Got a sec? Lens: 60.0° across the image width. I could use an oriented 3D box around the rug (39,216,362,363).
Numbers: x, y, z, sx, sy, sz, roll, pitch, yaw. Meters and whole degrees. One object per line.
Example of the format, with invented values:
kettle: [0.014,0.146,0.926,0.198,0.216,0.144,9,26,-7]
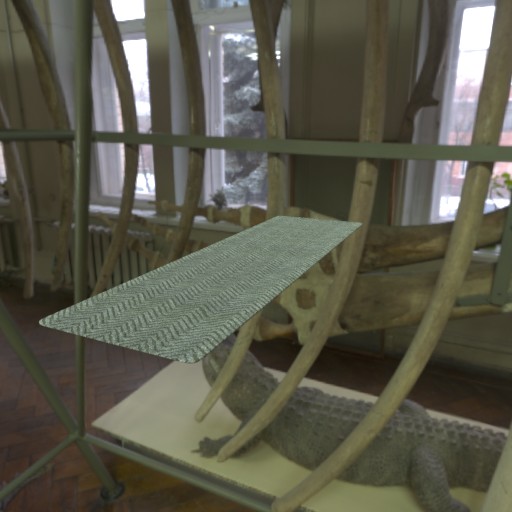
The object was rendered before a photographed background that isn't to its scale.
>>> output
rug: [0.000,0.000,2.457,0.686,0.008,2.286,7,18,24]
